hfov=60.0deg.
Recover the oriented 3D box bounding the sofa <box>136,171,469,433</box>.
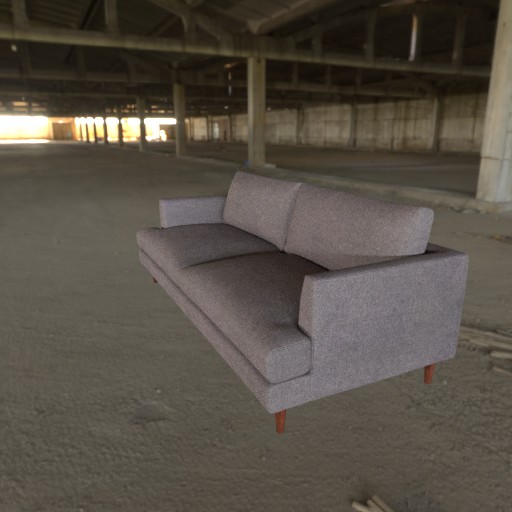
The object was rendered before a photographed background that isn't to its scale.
[{"bbox_3d":[0.000,0.000,2.757,1.020,0.868,2.250,-8,17,-25],"label":"sofa"}]
